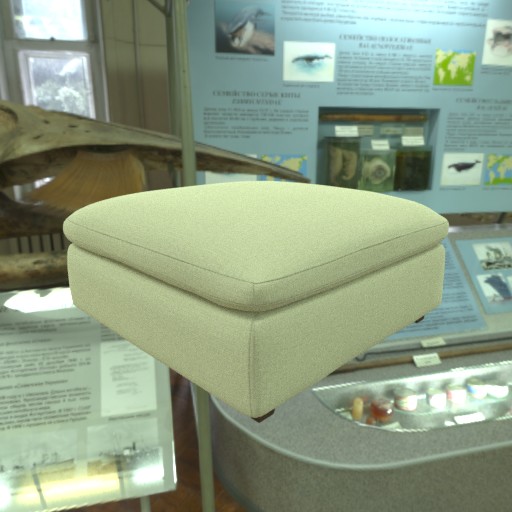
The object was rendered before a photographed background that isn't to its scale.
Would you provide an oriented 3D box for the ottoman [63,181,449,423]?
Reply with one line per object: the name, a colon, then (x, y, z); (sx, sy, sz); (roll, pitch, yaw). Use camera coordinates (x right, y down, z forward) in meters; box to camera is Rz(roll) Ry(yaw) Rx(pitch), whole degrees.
ottoman: (0.000, 0.000, 1.549); (0.996, 0.467, 0.977); (-15, 22, -42)
